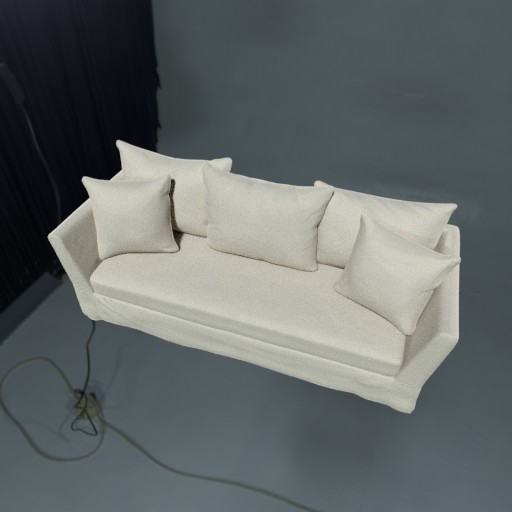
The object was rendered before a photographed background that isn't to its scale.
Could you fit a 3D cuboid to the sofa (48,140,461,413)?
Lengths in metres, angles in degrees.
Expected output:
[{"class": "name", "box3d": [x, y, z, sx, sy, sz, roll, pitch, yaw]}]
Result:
[{"class": "sofa", "box3d": [0.000, 0.000, 3.015, 2.499, 1.047, 1.046, 13, 43, 14]}]
